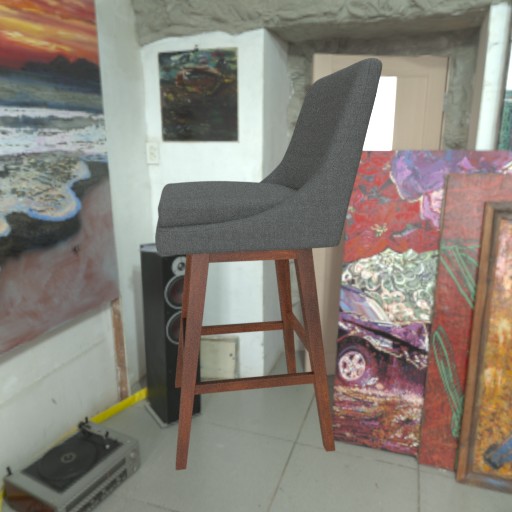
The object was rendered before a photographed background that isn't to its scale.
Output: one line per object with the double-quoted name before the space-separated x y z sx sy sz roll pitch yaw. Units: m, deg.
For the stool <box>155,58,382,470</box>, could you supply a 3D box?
"stool" 0.000 0.000 1.230 0.524 0.977 0.447 -3 15 -10
